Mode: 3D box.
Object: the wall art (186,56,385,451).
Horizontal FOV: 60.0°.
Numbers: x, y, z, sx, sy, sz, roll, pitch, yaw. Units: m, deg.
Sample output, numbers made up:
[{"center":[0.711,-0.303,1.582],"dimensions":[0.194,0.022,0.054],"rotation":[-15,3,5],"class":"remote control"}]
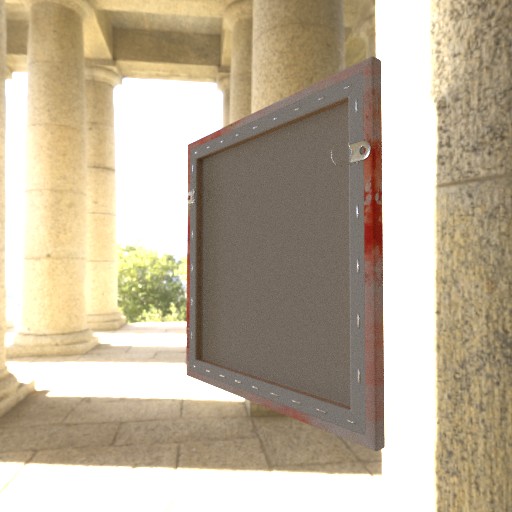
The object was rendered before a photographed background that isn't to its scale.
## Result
[{"center":[0.000,0.000,1.331],"dimensions":[0.066,0.878,0.878],"rotation":[1,-2,-37],"class":"wall art"}]
